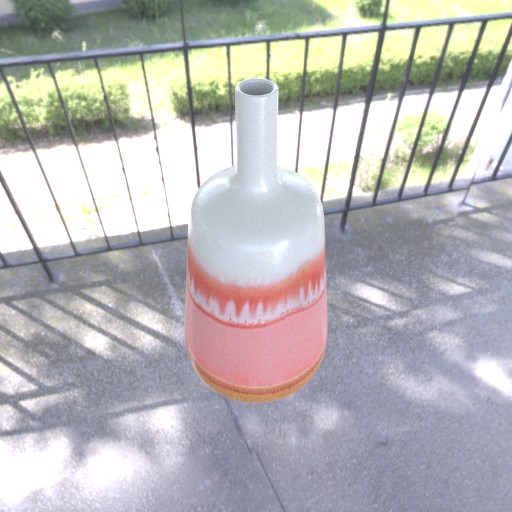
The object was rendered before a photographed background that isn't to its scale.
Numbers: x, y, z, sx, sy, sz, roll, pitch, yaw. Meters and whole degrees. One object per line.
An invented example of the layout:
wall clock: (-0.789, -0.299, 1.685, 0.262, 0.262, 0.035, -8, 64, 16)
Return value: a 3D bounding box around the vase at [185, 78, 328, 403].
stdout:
vase: (0.000, 0.000, 0.375, 0.144, 0.296, 0.144, 0, 46, 0)
